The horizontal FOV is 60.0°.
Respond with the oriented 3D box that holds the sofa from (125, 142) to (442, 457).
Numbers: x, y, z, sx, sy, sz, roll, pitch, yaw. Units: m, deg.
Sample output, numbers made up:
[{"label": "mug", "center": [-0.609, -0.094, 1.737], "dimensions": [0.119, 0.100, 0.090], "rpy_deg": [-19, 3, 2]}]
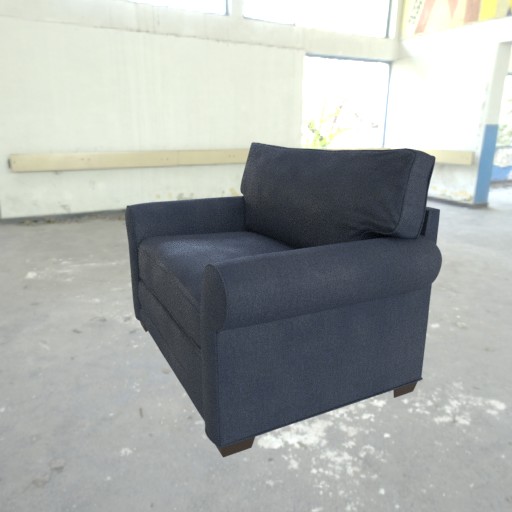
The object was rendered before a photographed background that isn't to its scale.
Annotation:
[{"label": "sofa", "center": [0.000, 0.000, 2.061], "dimensions": [0.938, 1.004, 1.405], "rpy_deg": [-8, 18, -26]}]
